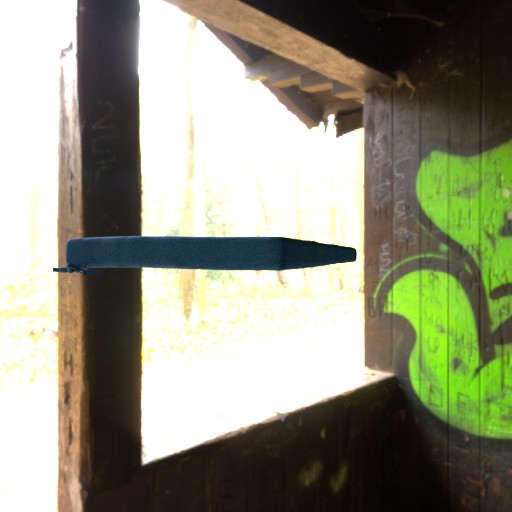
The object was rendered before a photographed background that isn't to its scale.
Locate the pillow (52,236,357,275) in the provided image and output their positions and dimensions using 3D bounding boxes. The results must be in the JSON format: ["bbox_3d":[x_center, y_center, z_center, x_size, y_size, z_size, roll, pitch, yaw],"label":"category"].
[{"bbox_3d":[0.000,0.000,1.346,0.492,0.081,1.187,0,0,19],"label":"pillow"}]
